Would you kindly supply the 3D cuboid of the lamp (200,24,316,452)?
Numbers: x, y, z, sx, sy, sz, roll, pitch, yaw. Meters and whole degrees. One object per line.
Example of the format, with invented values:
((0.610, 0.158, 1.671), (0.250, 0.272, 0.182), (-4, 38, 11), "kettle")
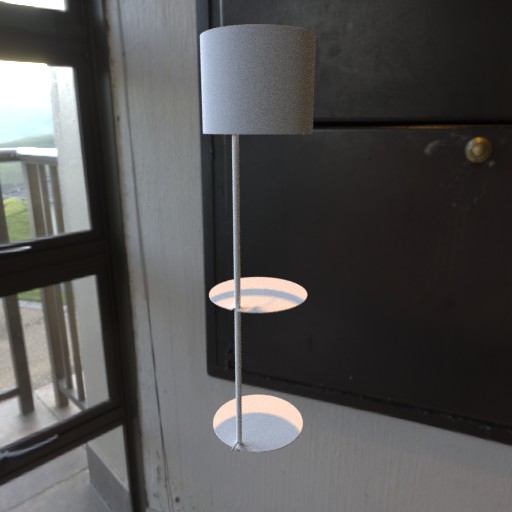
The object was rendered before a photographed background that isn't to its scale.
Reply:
((0.000, 0.000, 1.624), (0.372, 1.465, 0.405), (8, 18, 26), "lamp")
